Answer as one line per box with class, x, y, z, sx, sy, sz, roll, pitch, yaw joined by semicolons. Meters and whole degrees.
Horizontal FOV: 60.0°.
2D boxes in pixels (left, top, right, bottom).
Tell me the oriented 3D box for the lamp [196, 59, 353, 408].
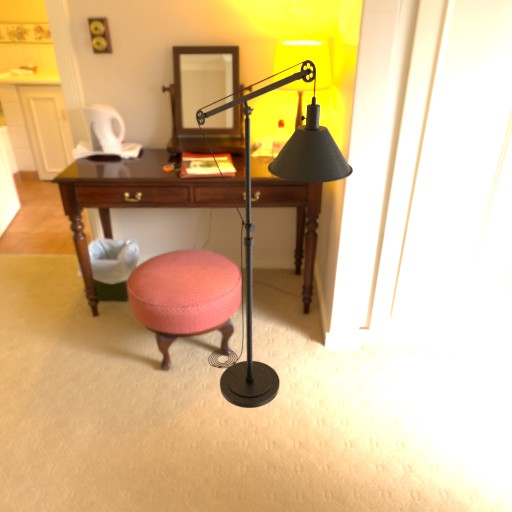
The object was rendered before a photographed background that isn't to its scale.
lamp;0.000;0.000;1.959;0.319;1.626;0.904;-20;34;-32
